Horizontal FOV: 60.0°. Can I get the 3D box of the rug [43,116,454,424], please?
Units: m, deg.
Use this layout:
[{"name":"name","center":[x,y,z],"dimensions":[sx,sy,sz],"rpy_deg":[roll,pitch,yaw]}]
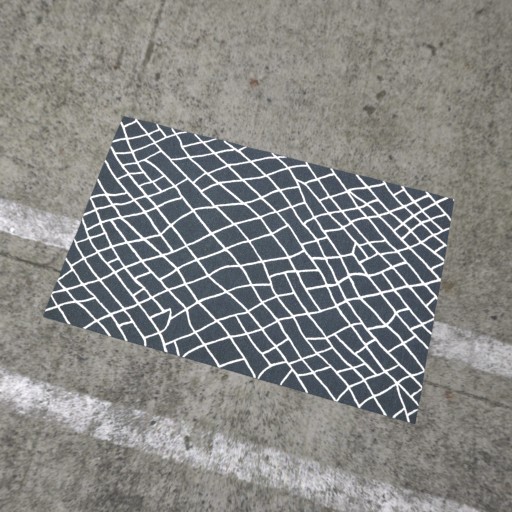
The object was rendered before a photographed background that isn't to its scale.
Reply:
[{"name":"rug","center":[0.000,0.000,2.976],"dimensions":[2.448,0.017,1.529],"rpy_deg":[15,76,4]}]
